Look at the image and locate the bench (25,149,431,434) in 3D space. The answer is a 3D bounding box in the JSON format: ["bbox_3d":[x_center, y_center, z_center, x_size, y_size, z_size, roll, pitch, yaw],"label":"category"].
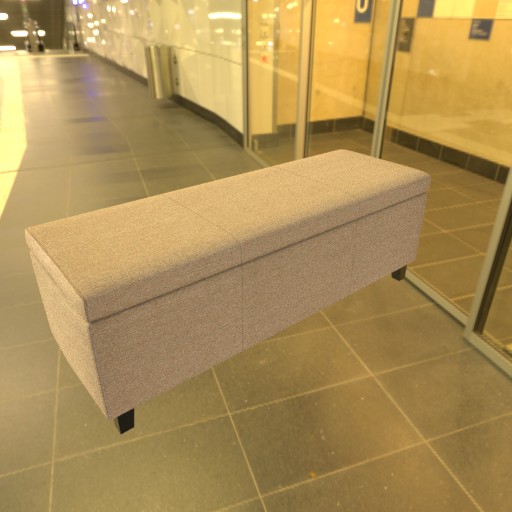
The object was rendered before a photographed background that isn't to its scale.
[{"bbox_3d":[0.000,0.000,1.466,1.269,0.438,0.446,-21,35,-33],"label":"bench"}]
